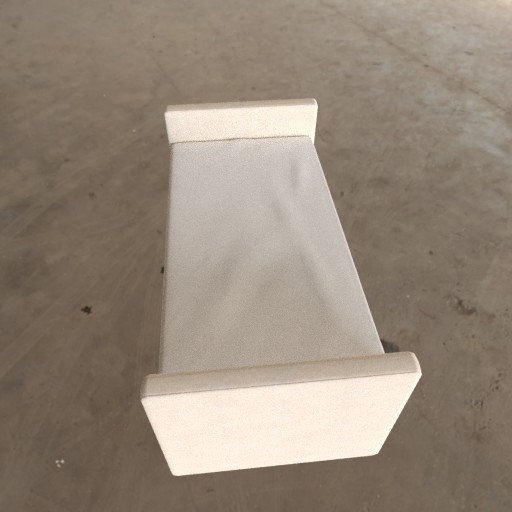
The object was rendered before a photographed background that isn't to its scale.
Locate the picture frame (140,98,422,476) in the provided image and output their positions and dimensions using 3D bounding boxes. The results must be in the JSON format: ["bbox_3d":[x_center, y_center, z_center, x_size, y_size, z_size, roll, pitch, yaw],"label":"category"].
[{"bbox_3d":[0.000,0.000,2.691,1.069,0.891,2.161,-4,47,-4],"label":"picture frame"}]
